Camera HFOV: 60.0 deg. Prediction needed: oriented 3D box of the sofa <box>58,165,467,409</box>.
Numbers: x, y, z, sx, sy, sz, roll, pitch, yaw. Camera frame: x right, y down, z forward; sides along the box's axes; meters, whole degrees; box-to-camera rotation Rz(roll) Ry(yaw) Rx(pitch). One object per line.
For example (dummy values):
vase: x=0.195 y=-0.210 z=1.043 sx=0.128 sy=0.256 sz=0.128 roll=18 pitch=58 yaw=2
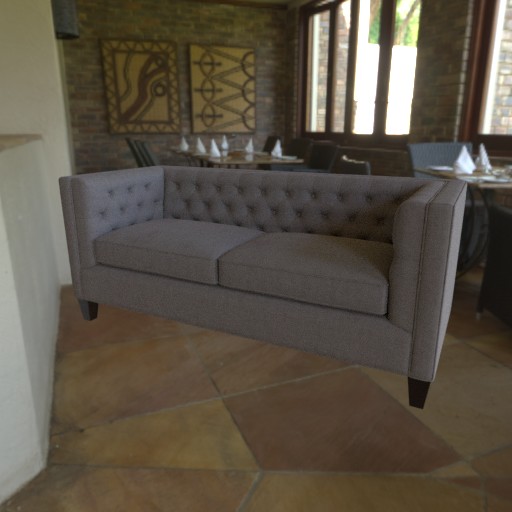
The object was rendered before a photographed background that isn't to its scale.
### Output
sofa: x=0.000 y=0.000 z=2.186 sx=1.778 sy=0.762 sz=0.775 roll=8 pitch=18 yaw=26
